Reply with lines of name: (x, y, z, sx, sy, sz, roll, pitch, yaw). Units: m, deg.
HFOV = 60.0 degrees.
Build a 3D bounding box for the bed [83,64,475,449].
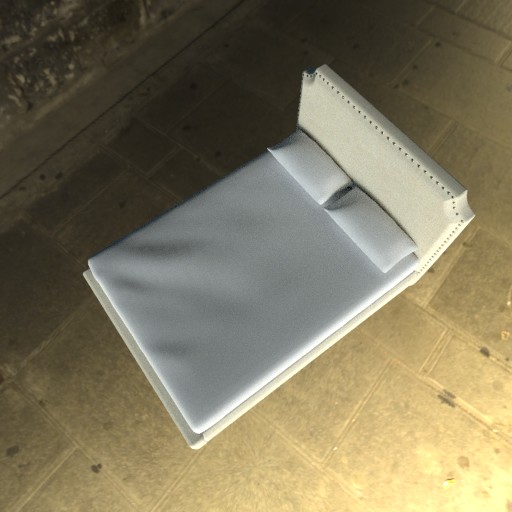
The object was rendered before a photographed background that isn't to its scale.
bed: (0.000, 0.000, 3.476, 2.381, 1.457, 1.713, -34, 69, -15)
